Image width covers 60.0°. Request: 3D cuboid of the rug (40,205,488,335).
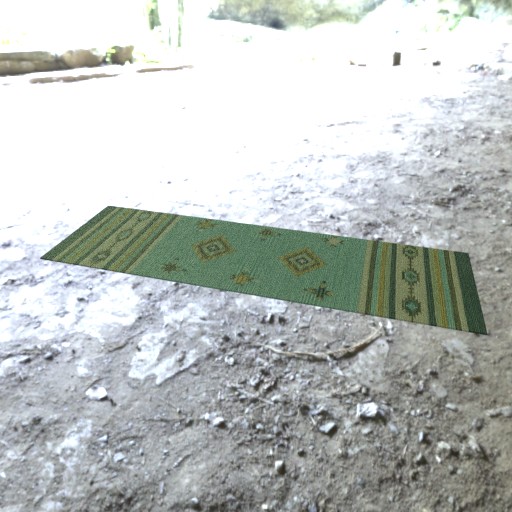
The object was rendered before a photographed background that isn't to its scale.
[{"bbox_3d":[0.000,0.000,2.641,2.441,0.010,0.744,8,33,13],"label":"rug"}]
